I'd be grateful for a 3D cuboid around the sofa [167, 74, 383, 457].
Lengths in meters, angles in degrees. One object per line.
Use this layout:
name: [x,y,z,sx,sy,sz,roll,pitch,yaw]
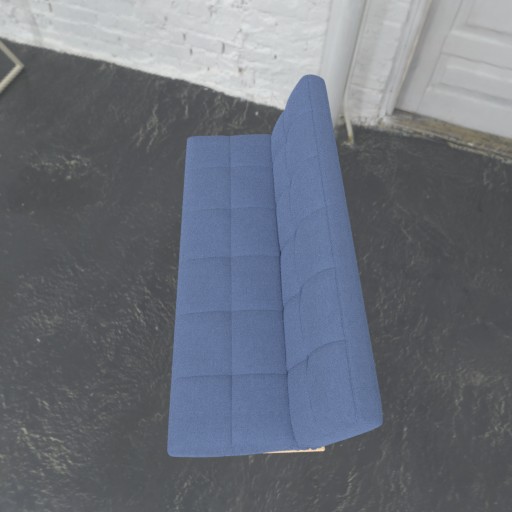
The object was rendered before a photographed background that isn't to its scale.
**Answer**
sofa: [0.000,0.000,2.218,0.796,0.800,1.800,-2,59,-1]
